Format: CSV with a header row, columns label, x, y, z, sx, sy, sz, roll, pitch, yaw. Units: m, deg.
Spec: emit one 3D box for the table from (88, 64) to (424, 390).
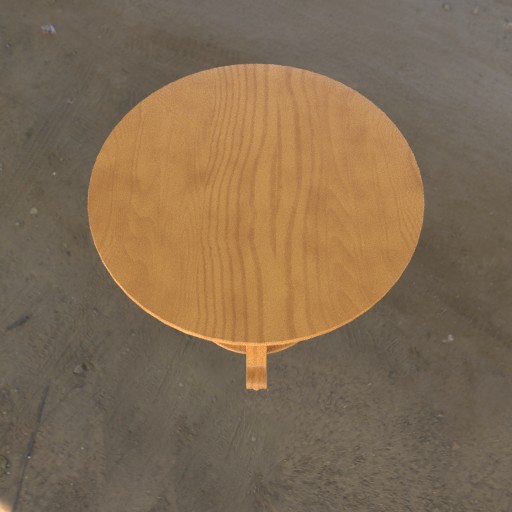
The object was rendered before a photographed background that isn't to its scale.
label,x,y,z,sx,sy,sz,roll,pitch,yaw
table,0.000,0.000,1.068,0.597,0.612,0.597,0,64,0
